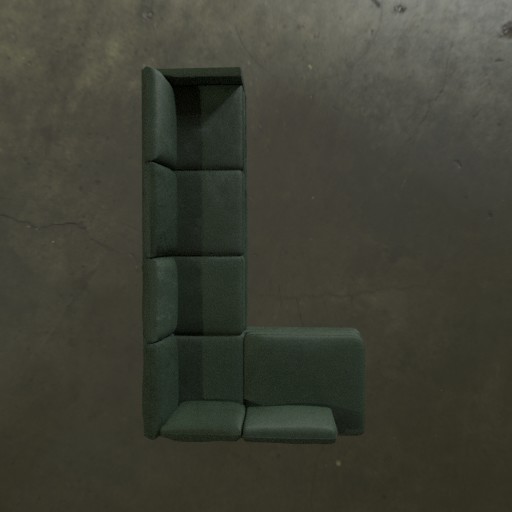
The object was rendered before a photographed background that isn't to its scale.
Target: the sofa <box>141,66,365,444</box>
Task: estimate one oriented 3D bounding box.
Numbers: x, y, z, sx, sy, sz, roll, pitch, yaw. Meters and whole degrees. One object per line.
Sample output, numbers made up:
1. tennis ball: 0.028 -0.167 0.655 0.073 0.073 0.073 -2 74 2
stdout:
1. sofa: 0.000 0.000 4.205 2.048 0.996 3.384 0 91 3
